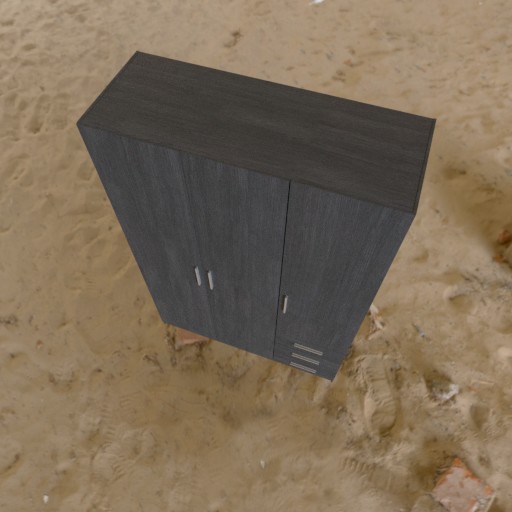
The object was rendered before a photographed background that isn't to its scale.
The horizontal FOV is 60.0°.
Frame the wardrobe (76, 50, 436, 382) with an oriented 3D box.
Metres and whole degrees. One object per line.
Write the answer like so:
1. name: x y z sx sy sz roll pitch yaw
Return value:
1. wardrobe: 0.000 0.000 2.498 1.290 1.910 0.510 17 59 10
